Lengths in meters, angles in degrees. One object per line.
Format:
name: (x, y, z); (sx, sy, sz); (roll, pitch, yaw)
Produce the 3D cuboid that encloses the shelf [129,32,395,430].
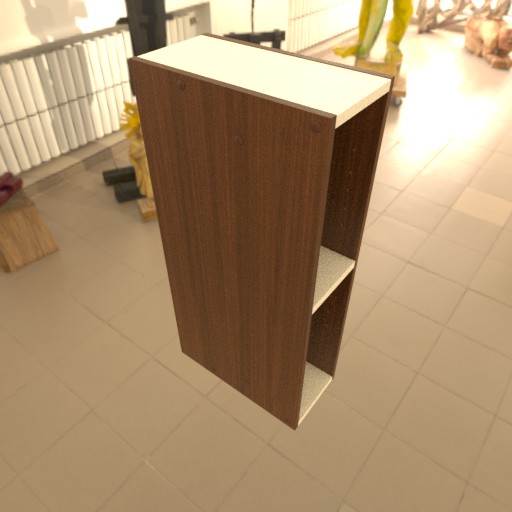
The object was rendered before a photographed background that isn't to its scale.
shelf: (0.000, 0.000, 0.726); (0.290, 0.600, 0.147); (27, 48, 27)
